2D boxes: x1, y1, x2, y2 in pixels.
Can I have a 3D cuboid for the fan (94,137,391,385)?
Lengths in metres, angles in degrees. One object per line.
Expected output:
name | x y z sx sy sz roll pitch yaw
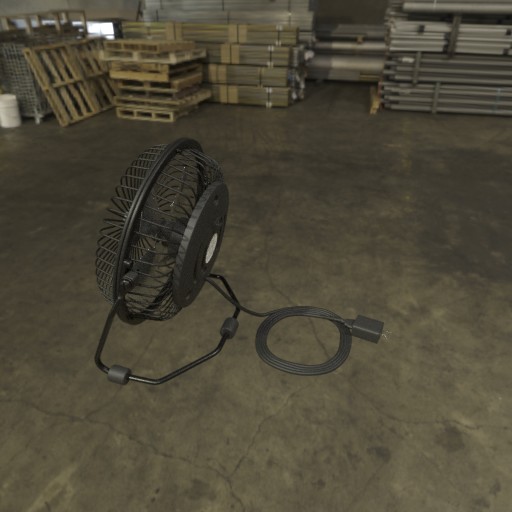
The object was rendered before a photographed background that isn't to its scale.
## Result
fan | 0.000 0.000 0.307 0.202 0.152 0.153 8 32 13
